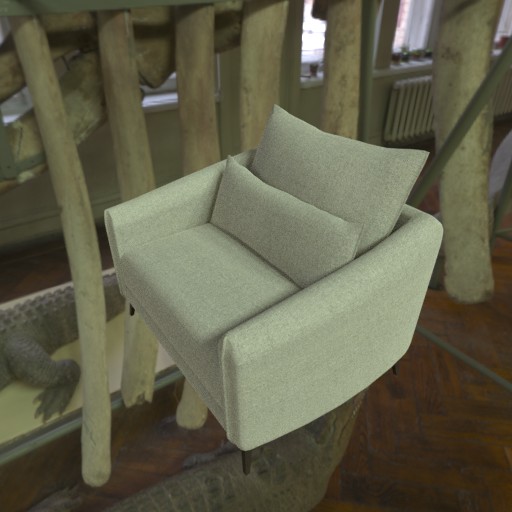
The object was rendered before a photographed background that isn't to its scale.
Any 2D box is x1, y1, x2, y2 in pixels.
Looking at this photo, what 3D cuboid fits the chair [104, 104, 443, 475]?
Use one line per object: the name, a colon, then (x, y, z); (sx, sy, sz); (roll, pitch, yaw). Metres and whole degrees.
chair: (0.000, 0.000, 1.622); (0.801, 0.856, 1.029); (-21, 38, -29)
